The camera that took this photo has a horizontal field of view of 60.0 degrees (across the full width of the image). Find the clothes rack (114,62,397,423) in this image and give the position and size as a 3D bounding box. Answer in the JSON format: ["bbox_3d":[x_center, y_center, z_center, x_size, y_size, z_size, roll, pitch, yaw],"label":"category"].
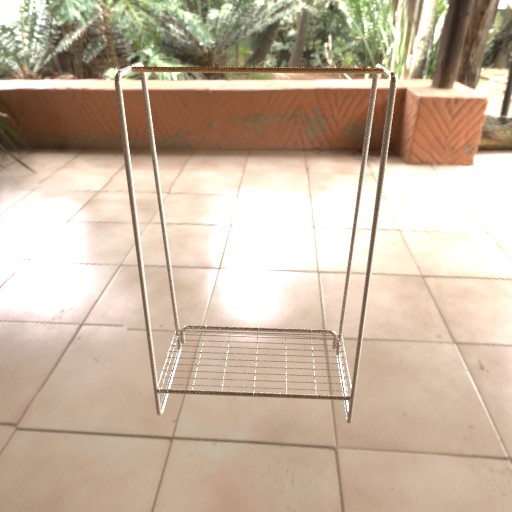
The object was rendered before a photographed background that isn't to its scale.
[{"bbox_3d":[0.000,0.000,1.898,0.900,1.500,0.495,1,30,3],"label":"clothes rack"}]
